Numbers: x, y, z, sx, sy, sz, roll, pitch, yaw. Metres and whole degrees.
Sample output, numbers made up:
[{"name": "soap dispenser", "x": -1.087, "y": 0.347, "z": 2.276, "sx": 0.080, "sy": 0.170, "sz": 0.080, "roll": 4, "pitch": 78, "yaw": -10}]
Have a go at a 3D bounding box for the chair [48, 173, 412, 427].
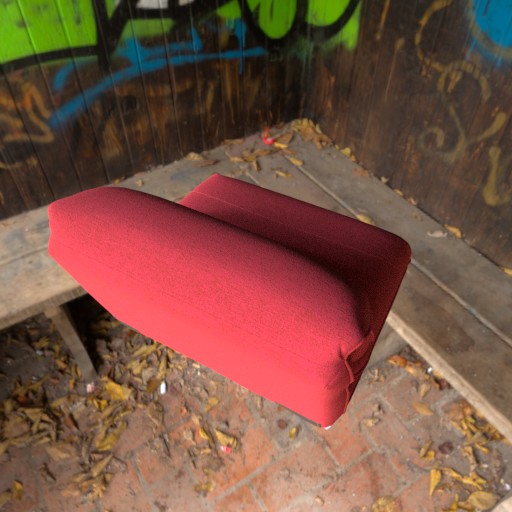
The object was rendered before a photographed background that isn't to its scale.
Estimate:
[{"name": "chair", "x": 0.000, "y": 0.000, "z": 1.326, "sx": 0.820, "sy": 0.580, "sz": 0.780, "roll": 22, "pitch": 50, "yaw": 20}]
